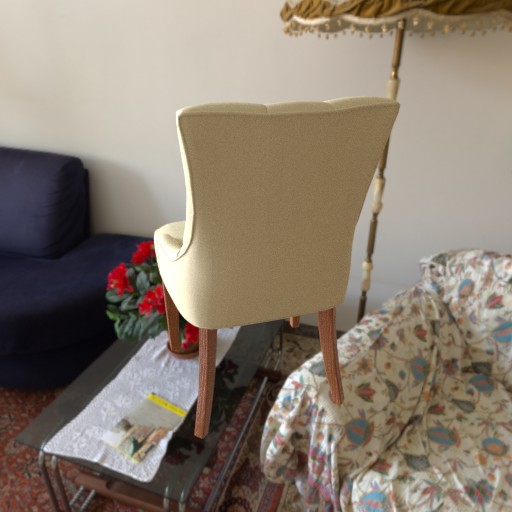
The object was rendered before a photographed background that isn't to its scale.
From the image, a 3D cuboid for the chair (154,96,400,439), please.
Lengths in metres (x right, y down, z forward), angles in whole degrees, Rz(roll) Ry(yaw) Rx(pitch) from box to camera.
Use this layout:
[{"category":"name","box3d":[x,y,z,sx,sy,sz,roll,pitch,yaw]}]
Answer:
[{"category":"chair","box3d":[0.000,0.000,1.216,0.509,0.874,0.565,-8,28,-16]}]
